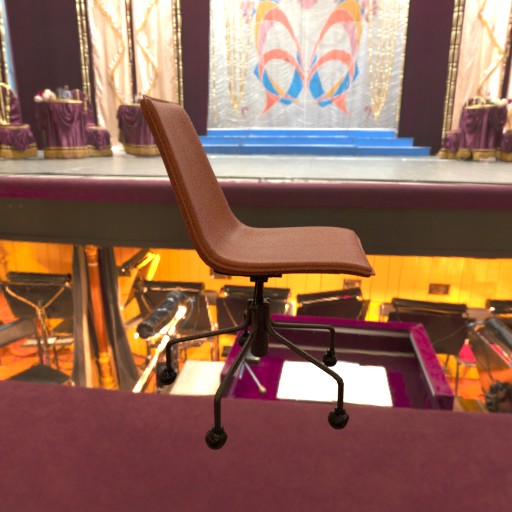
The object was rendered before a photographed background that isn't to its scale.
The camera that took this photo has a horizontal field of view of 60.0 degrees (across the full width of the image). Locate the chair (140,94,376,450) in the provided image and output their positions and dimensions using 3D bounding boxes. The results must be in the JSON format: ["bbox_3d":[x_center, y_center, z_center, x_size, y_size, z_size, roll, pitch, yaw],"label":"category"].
[{"bbox_3d":[0.000,0.000,1.360,0.660,0.920,0.651,2,16,6],"label":"chair"}]
